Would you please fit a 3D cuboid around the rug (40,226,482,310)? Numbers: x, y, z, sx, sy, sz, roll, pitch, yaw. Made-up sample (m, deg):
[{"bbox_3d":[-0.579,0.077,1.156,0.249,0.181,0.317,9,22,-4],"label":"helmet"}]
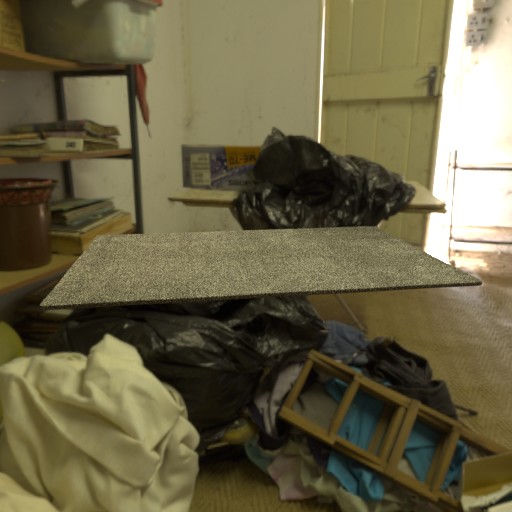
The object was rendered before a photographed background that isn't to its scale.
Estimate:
[{"bbox_3d":[0.000,0.000,3.014,2.352,0.025,1.501,-2,16,-8],"label":"rug"}]
